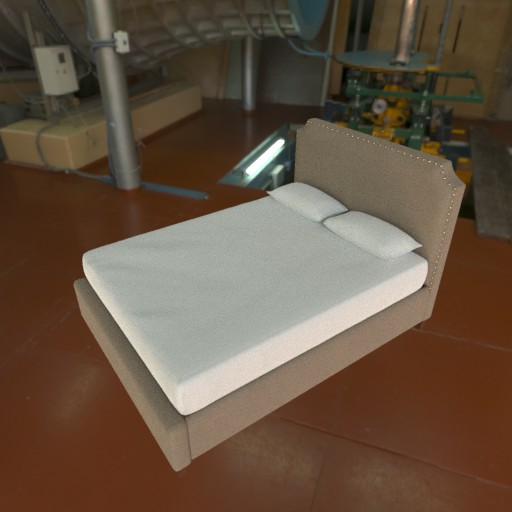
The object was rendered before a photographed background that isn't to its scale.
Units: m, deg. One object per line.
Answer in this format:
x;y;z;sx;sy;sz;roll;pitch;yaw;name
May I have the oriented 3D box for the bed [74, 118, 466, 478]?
0.000;0.000;3.338;2.329;1.415;1.703;-21;37;-30;bed
